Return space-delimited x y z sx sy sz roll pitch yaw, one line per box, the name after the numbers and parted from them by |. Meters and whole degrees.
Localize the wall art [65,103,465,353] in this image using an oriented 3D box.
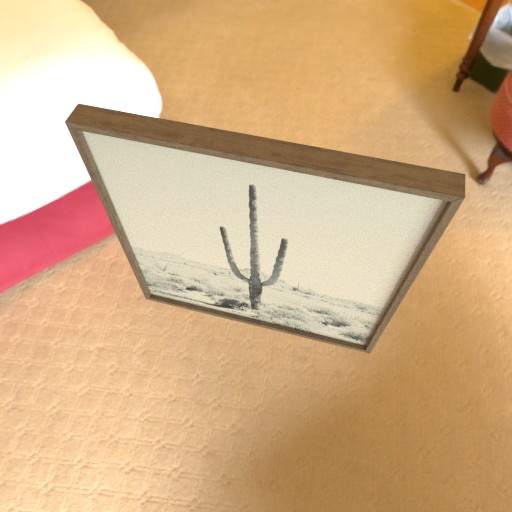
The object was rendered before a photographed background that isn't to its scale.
0.000 0.000 0.769 0.508 0.508 0.038 12 58 8 | wall art
